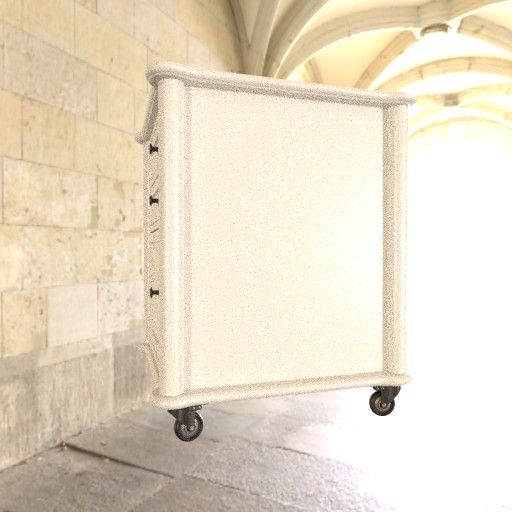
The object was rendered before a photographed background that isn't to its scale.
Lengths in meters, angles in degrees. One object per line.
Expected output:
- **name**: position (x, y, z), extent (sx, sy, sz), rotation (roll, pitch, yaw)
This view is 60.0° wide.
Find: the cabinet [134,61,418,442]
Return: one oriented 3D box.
- **cabinet**: position (0.000, 0.000, 1.226), extent (0.627, 0.761, 0.628), rotation (0, 1, -17)
